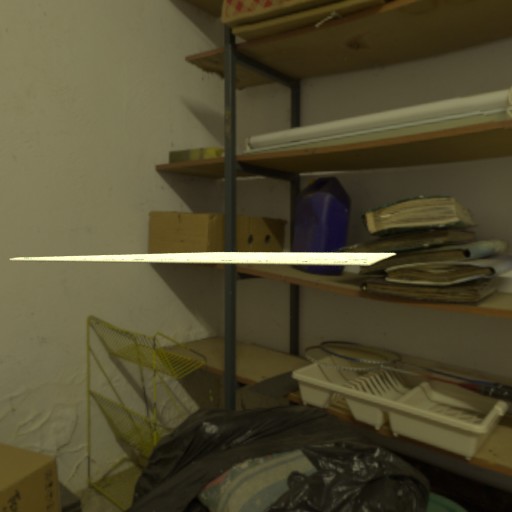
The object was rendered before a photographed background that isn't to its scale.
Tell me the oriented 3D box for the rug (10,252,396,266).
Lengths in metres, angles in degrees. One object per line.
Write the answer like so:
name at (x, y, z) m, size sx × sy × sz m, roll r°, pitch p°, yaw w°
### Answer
rug at (0.000, 0.000, 2.767) m, size 1.586 × 0.014 × 2.197 m, roll 0°, pitch 1°, yaw 20°
